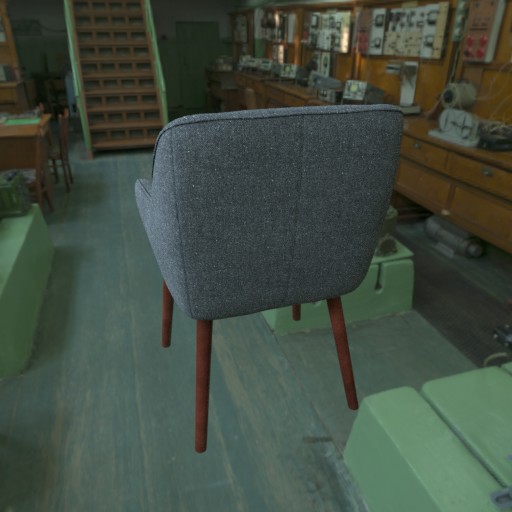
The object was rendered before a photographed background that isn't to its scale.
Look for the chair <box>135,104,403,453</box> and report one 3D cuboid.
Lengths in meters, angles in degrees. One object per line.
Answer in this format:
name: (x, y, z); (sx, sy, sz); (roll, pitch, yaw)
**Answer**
chair: (0.000, 0.000, 1.152); (0.543, 0.803, 0.519); (-9, 28, -17)
